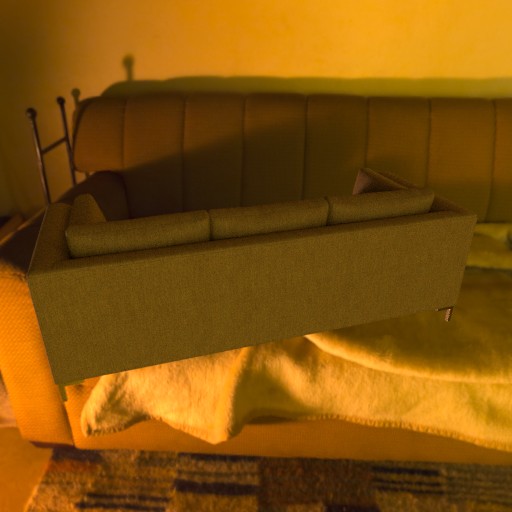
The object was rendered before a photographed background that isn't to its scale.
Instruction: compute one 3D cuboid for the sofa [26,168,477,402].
[{"bbox_3d":[0.000,0.000,2.805,2.415,0.867,0.969,-8,28,-16],"label":"sofa"}]
